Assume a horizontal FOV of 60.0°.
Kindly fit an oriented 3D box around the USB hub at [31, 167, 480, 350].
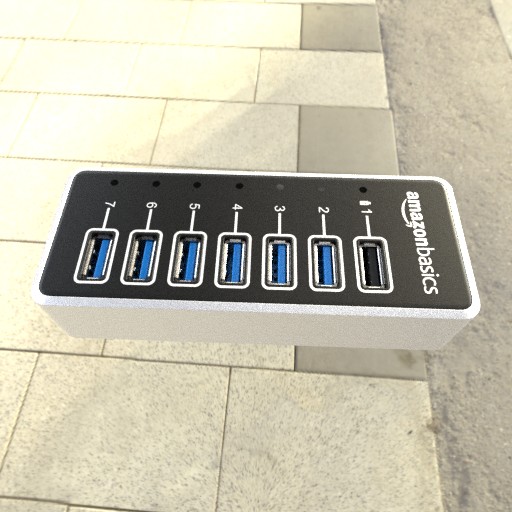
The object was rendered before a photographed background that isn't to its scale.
[{"bbox_3d":[0.000,0.000,0.126,0.110,0.023,0.044,2,59,1],"label":"USB hub"}]
